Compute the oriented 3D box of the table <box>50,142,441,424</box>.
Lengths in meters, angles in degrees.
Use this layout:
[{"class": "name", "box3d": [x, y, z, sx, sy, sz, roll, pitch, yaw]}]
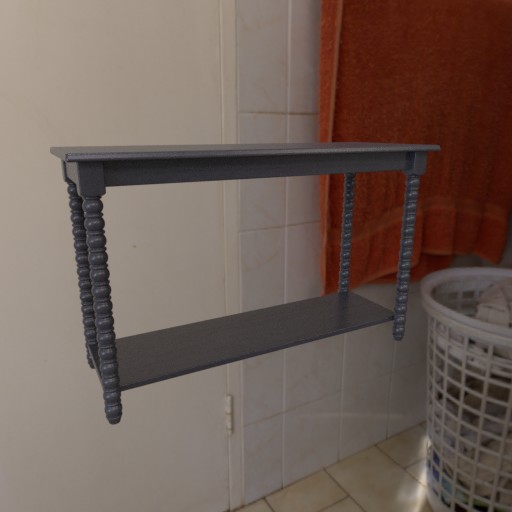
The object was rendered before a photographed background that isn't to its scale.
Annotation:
[{"class": "table", "box3d": [0.000, 0.000, 1.524, 1.184, 0.735, 0.459, -8, 18, -27]}]
